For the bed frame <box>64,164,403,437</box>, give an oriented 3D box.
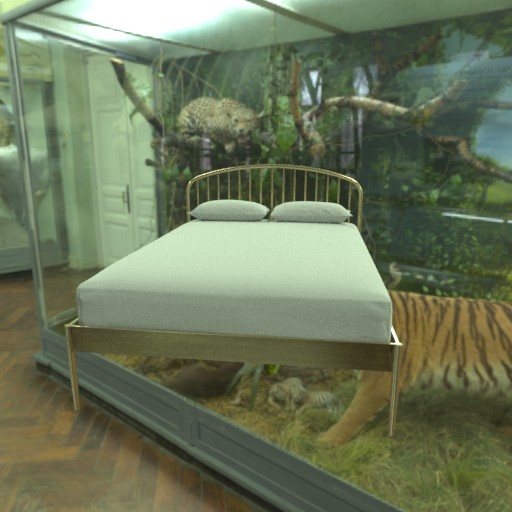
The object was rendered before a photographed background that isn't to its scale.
[{"bbox_3d":[0.000,0.000,3.071,1.612,1.175,2.152,2,14,8],"label":"bed frame"}]
